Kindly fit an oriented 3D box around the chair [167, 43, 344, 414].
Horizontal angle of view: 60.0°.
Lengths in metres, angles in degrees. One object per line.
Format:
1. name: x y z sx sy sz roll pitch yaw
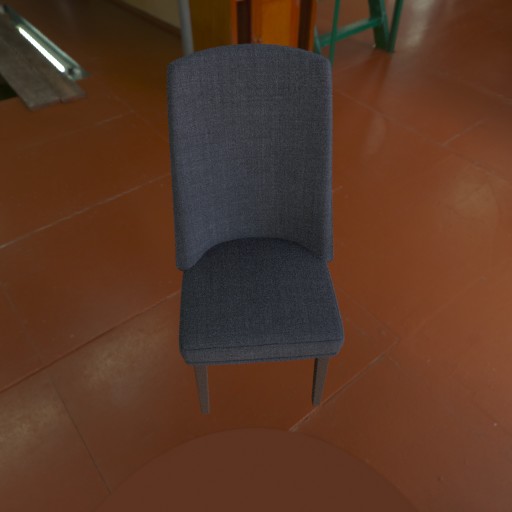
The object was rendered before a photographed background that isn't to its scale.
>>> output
1. chair: 0.000 0.000 1.368 0.510 1.050 0.577 -3 47 -3
